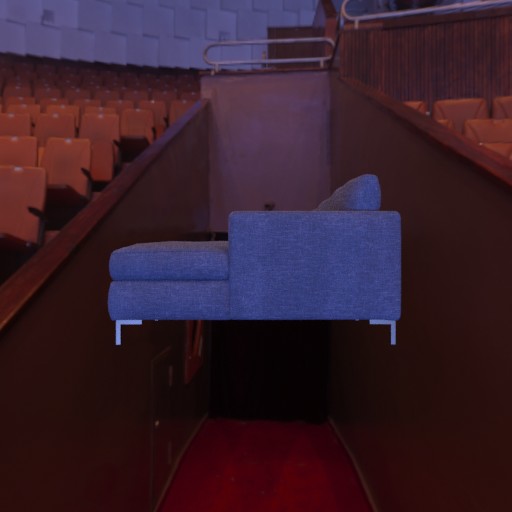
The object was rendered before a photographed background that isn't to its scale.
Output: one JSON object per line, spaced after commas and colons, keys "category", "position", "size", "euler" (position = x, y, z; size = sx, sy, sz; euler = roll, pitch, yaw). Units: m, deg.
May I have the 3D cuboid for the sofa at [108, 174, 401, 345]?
{"category": "sofa", "position": [0.000, 0.000, 3.452], "size": [1.350, 0.810, 2.932], "euler": [0, 0, 0]}
